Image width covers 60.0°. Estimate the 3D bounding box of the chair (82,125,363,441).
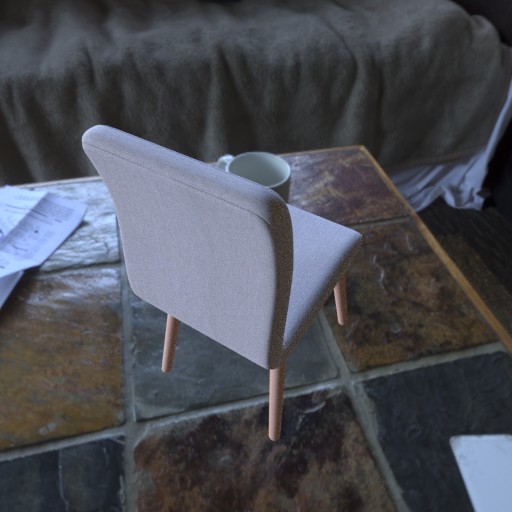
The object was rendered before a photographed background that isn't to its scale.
[{"bbox_3d":[0.000,0.000,1.159,0.435,0.885,0.550,25,51,22],"label":"chair"}]
